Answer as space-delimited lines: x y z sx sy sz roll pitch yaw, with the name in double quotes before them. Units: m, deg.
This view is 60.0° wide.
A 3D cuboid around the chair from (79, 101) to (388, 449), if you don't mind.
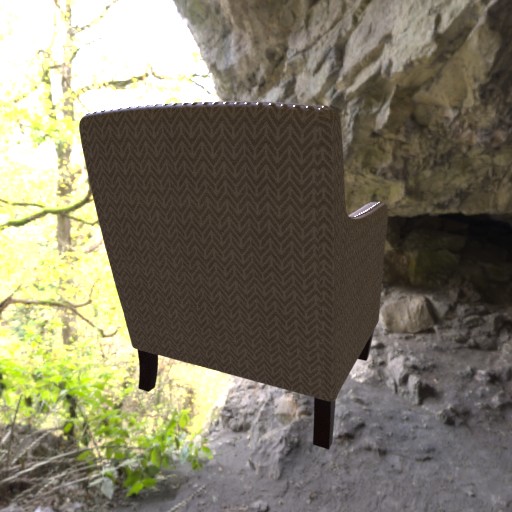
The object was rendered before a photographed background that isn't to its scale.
"chair" 0.000 0.000 1.286 0.623 0.816 0.651 8 18 25
